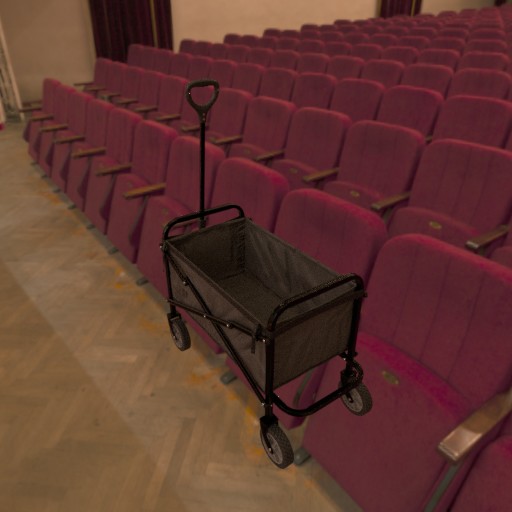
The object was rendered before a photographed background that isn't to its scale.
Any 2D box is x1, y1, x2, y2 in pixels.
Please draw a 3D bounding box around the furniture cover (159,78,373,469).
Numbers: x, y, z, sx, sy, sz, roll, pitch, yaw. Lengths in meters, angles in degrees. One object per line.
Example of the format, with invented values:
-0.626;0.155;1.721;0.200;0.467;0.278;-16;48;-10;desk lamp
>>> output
0.000;0.000;1.838;0.532;1.295;1.038;-19;35;-30;furniture cover
